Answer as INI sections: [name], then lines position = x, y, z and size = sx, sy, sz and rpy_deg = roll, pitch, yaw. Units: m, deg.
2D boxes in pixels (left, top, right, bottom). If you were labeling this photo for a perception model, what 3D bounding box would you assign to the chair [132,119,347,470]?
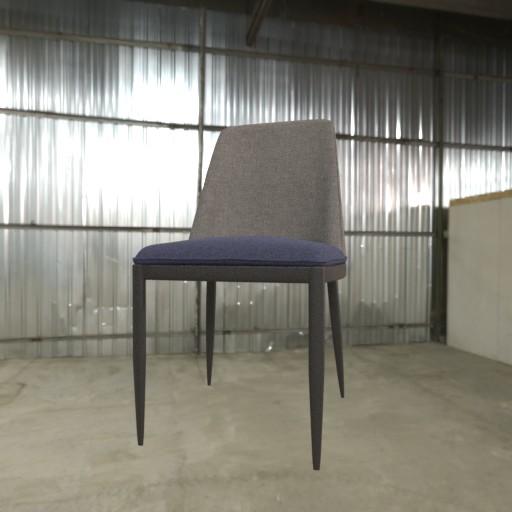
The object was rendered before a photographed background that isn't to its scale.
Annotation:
[chair]
position = 0.000, 0.000, 1.190
size = 0.488, 0.855, 0.550
rpy_deg = 0, 1, 16
